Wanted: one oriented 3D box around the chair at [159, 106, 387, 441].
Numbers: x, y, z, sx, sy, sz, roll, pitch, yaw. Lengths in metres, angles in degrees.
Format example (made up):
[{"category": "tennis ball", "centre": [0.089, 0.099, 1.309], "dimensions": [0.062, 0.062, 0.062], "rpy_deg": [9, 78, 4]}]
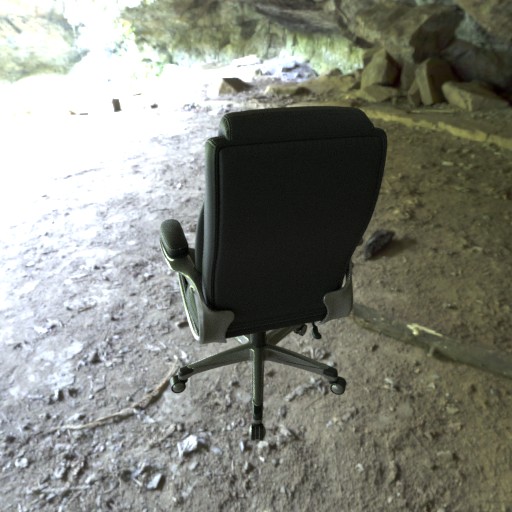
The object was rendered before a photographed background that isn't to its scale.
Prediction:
[{"category": "chair", "centre": [0.000, 0.000, 1.687], "dimensions": [0.741, 1.167, 0.784], "rpy_deg": [-8, 28, -15]}]
